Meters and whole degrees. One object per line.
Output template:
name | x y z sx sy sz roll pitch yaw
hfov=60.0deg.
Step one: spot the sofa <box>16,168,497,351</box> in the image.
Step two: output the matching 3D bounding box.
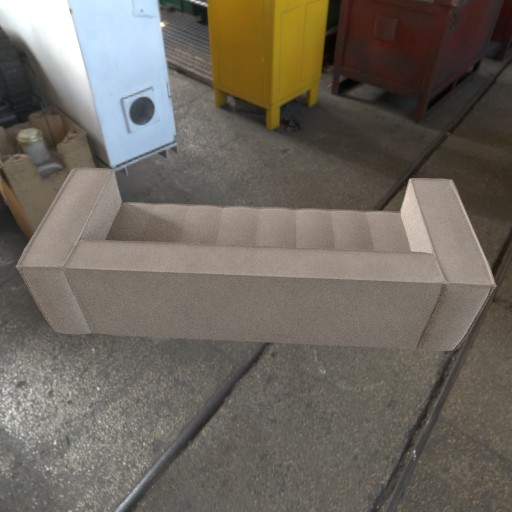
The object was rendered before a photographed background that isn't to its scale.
sofa | 0.000 0.000 2.990 2.697 0.680 1.038 2 45 2
